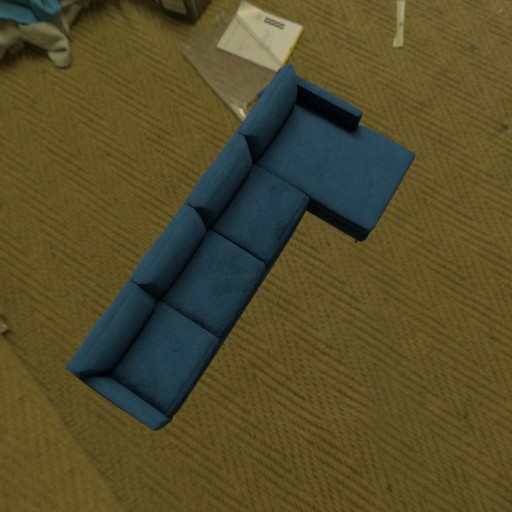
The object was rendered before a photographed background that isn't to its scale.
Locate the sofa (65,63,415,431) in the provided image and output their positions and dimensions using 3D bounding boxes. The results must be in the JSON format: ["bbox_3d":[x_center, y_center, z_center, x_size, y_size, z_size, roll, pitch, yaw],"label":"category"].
[{"bbox_3d":[0.000,0.000,3.480,1.350,0.810,2.932,32,78,7],"label":"sofa"}]
